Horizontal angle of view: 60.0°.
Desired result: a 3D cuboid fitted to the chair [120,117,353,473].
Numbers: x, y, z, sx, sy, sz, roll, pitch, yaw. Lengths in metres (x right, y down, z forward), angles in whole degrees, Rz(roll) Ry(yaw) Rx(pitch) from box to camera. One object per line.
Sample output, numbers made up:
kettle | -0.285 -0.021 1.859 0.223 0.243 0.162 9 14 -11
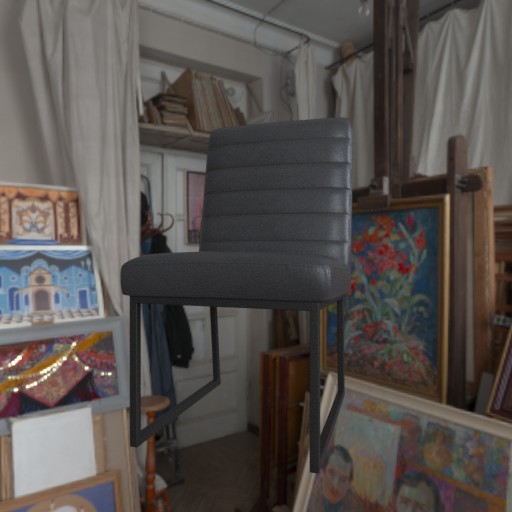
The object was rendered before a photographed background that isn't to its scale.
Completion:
chair | 0.000 0.000 1.299 0.520 0.930 0.634 0 0 17
